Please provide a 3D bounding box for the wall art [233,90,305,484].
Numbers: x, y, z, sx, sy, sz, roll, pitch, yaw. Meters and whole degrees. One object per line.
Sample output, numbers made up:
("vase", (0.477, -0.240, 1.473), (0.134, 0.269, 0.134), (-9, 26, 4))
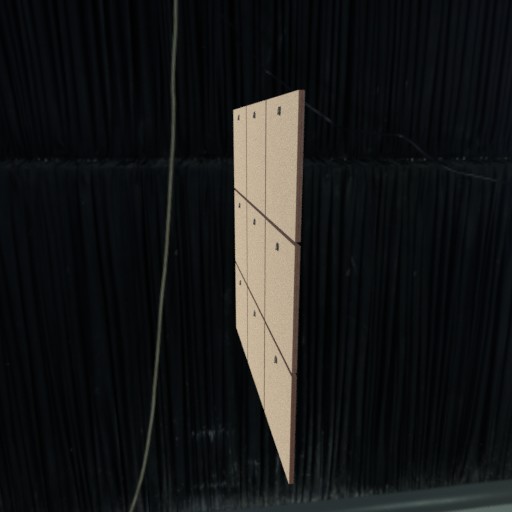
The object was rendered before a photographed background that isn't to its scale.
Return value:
("wall art", (0.000, 0.000, 1.386), (0.018, 0.904, 0.906), (-3, 16, -10))
